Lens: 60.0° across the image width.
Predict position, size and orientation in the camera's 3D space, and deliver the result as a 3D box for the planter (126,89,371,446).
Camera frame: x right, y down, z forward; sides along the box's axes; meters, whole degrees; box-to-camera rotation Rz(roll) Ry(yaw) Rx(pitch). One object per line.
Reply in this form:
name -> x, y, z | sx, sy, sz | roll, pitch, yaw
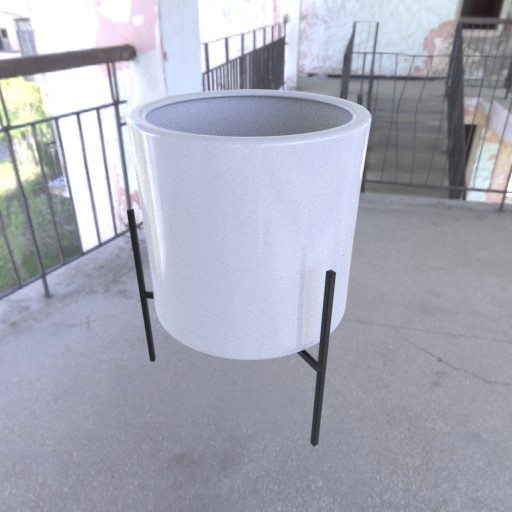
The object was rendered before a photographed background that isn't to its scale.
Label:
planter -> 0.000, 0.000, 0.737 | 0.360, 0.480, 0.361 | 18, 34, 28
